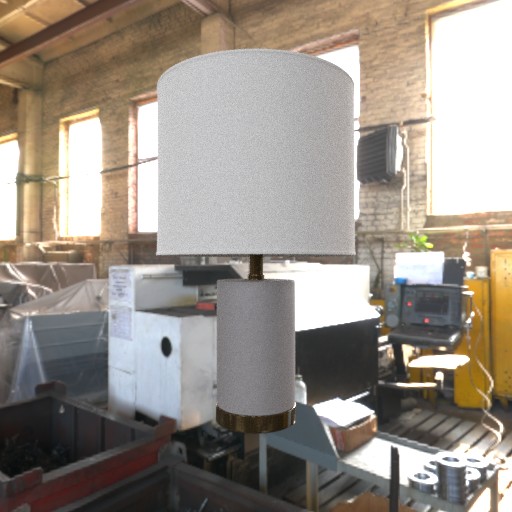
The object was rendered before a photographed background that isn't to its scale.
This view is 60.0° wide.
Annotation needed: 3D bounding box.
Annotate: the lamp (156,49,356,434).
[{"bbox_3d":[0.000,0.000,0.521,0.229,0.380,0.229,0,-1,0],"label":"lamp"}]
